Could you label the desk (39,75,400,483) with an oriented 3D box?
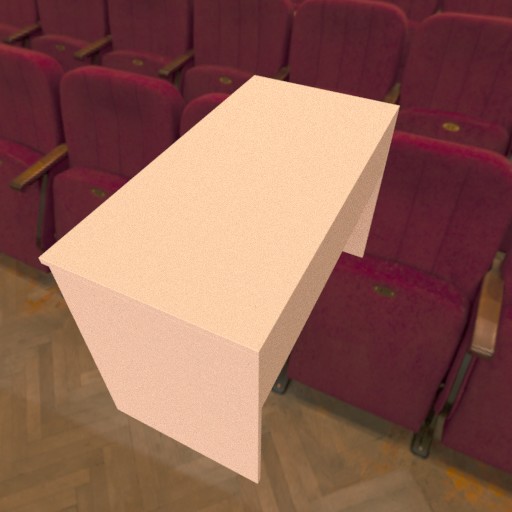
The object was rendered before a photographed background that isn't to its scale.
[{"bbox_3d":[0.000,0.000,1.527,0.560,0.730,1.100,19,48,18],"label":"desk"}]
